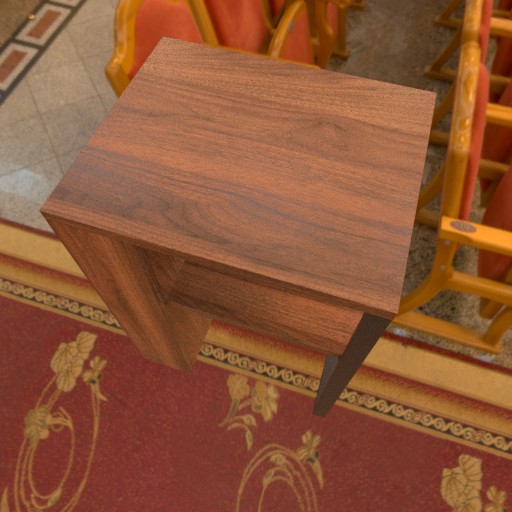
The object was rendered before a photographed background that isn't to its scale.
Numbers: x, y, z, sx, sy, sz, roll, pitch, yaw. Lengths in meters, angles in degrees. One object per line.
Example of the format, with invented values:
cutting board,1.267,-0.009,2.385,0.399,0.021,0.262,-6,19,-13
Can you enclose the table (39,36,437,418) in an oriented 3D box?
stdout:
table,0.000,0.000,1.517,0.786,1.041,0.660,16,61,9
